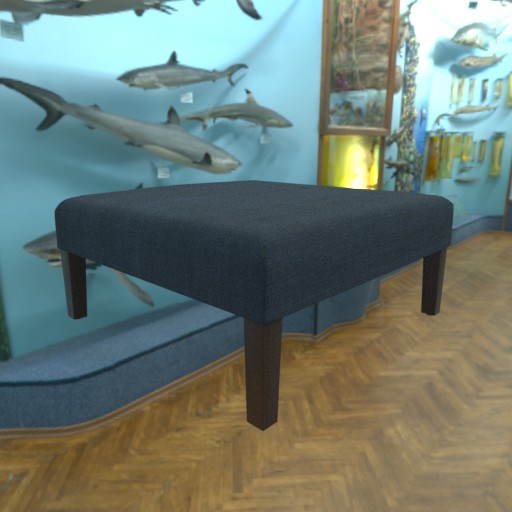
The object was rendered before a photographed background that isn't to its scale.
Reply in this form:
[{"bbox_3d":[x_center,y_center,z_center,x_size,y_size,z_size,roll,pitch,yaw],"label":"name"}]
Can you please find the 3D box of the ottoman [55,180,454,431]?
[{"bbox_3d":[0.000,0.000,1.412,0.889,0.411,0.890,13,19,42],"label":"ottoman"}]
